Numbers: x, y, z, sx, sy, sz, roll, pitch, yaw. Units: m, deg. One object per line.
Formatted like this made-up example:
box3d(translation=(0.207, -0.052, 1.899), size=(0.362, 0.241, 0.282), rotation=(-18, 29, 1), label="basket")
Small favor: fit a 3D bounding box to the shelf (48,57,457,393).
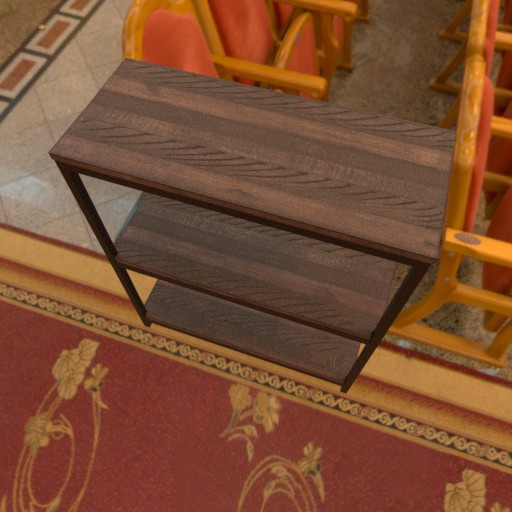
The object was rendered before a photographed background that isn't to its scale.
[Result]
box3d(translation=(0.000, 0.000, 1.371), size=(0.822, 0.947, 0.352), rotation=(16, 60, 10), label="shelf")
